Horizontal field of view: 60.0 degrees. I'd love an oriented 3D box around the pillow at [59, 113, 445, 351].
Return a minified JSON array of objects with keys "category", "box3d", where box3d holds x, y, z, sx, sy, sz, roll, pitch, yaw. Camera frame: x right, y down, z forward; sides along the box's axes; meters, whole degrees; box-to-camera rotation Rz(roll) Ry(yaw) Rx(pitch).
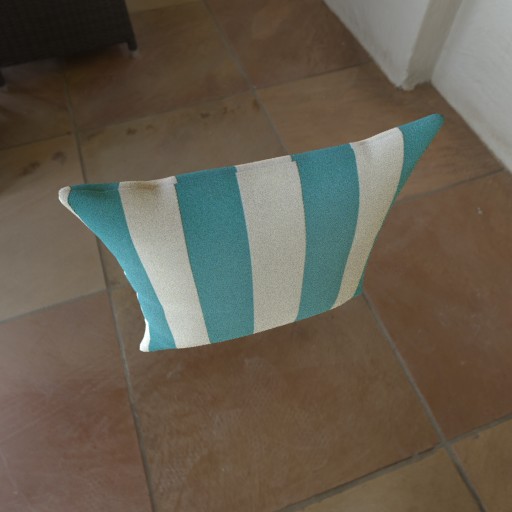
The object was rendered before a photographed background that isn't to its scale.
[{"category":"pillow","box3d":[0.000,0.000,0.797,0.536,0.526,0.189,-14,59,-9]}]
